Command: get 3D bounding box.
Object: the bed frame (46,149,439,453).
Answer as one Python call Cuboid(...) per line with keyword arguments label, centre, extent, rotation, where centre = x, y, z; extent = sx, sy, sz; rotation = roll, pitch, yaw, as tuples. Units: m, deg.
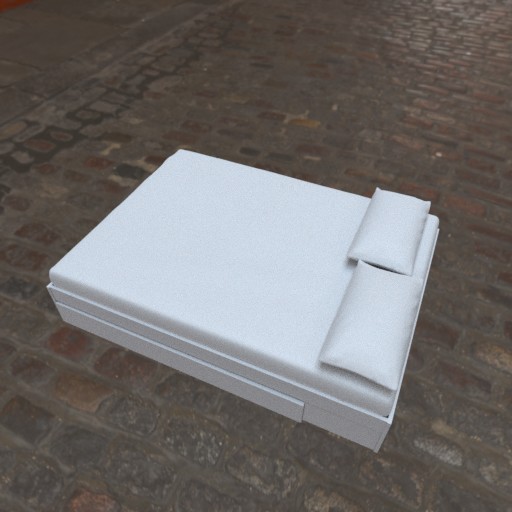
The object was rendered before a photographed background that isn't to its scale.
Cuboid(label="bed frame", centre=(0.000, 0.000, 2.690), extent=(1.950, 0.629, 1.450), rotation=(18, 48, 17))
